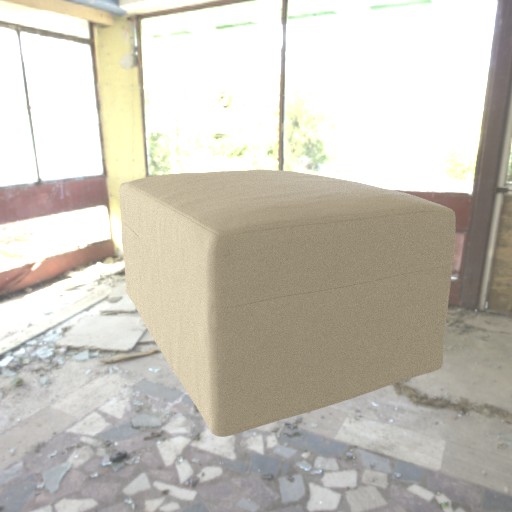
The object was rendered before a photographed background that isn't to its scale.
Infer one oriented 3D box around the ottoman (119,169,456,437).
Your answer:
[{"bbox_3d":[0.000,0.000,1.226,0.590,0.444,0.872,-8,17,-25],"label":"ottoman"}]
